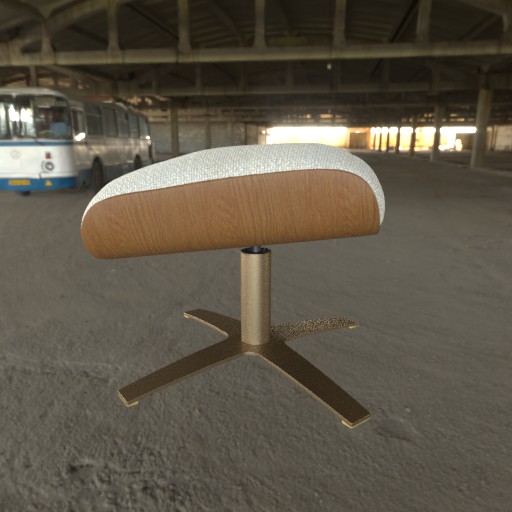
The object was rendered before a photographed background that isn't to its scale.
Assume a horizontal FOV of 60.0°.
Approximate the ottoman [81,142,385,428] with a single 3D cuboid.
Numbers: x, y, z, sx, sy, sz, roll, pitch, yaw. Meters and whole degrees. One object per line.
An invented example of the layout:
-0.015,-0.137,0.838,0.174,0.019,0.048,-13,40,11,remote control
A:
0.000,0.000,0.792,0.394,0.391,0.520,2,15,9,ottoman
